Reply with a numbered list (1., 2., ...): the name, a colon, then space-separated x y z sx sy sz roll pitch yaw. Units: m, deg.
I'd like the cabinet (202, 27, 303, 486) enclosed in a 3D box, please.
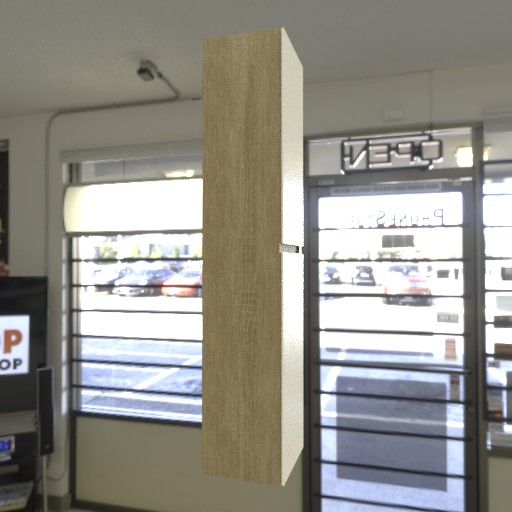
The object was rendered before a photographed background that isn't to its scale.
1. cabinet: 0.000 0.000 1.533 0.270 1.400 0.300 0 -1 18
